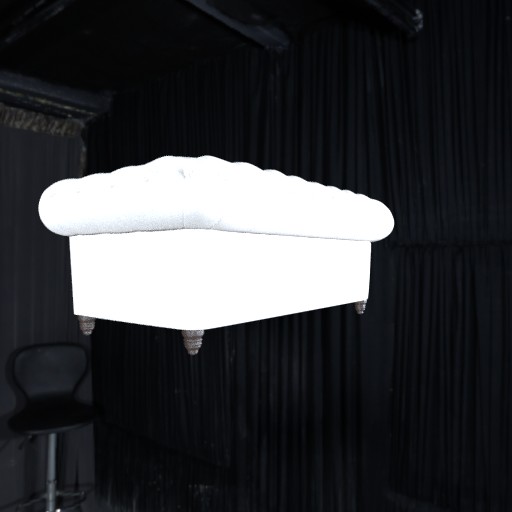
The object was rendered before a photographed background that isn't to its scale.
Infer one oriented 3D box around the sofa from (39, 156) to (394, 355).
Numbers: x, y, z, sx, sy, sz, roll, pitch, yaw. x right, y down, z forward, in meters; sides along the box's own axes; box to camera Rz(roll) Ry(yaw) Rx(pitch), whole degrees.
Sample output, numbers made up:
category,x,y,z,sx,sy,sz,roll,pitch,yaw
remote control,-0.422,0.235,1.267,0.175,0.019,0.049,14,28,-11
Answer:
category,x,y,z,sx,sy,sz,roll,pitch,yaw
sofa,0.000,0.000,2.493,0.986,0.764,1.998,0,0,37
